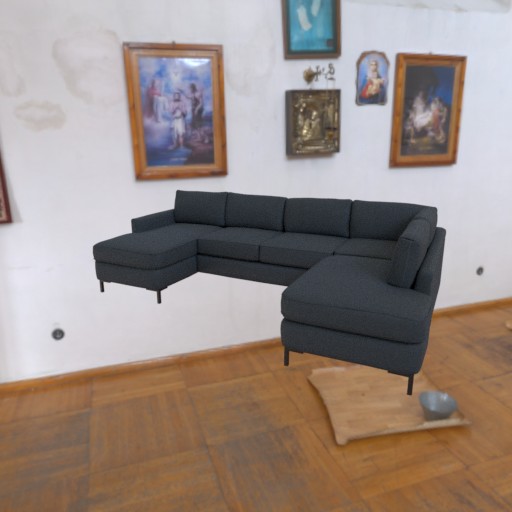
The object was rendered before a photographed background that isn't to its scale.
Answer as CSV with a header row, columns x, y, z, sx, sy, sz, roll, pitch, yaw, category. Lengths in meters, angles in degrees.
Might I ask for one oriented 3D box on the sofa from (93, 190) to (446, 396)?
x,y,z,sx,sy,sz,roll,pitch,yaw,category
0.000,0.000,3.834,2.975,0.858,1.984,7,17,25,sofa
